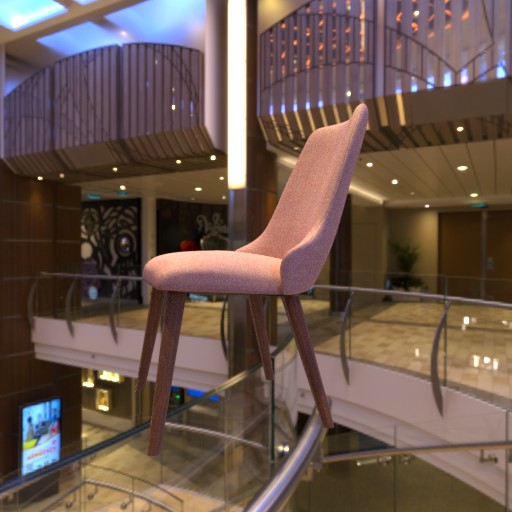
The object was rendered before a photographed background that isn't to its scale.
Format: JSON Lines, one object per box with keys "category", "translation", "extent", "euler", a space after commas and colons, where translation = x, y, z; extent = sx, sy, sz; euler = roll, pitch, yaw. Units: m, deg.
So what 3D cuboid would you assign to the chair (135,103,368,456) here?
{"category": "chair", "translation": [0.000, 0.000, 1.375], "extent": [0.707, 0.918, 0.535], "euler": [0, 1, -17]}
